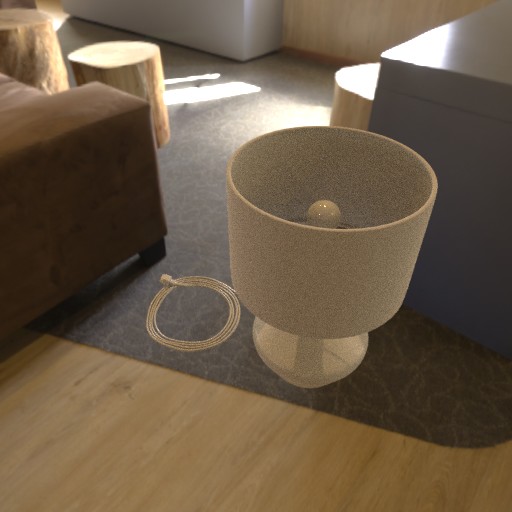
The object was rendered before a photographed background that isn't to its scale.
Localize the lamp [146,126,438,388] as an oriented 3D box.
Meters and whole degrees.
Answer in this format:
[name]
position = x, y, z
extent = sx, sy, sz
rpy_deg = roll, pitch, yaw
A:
[lamp]
position = 0.000, 0.000, 0.855
extent = 0.401, 0.457, 0.546
rpy_deg = -24, 46, -26
